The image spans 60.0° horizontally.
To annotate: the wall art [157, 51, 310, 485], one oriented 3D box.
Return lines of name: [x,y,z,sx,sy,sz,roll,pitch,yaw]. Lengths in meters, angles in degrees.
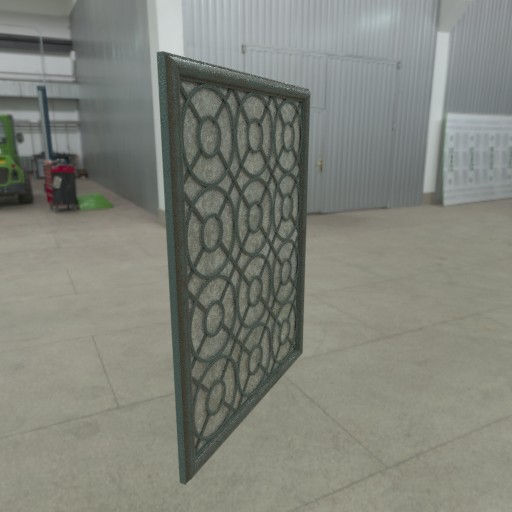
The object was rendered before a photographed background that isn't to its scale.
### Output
wall art: [0.000,0.000,1.293,0.030,0.983,0.767,8,17,26]
